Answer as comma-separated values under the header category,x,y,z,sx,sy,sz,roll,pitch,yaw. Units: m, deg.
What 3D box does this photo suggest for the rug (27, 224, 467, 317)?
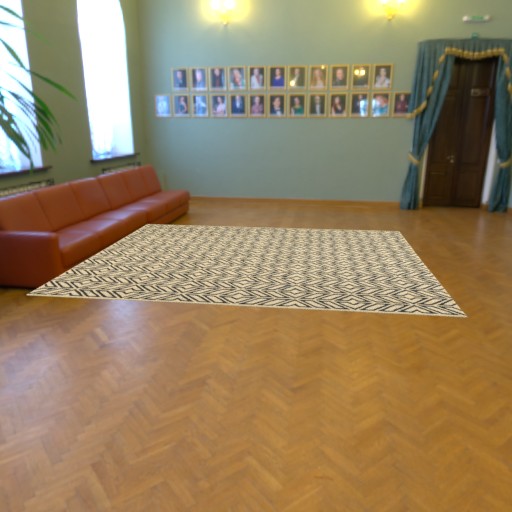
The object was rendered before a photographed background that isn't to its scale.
category,x,y,z,sx,sy,sz,roll,pitch,yaw
rug,0.000,0.000,4.176,3.045,0.008,2.421,2,16,7
